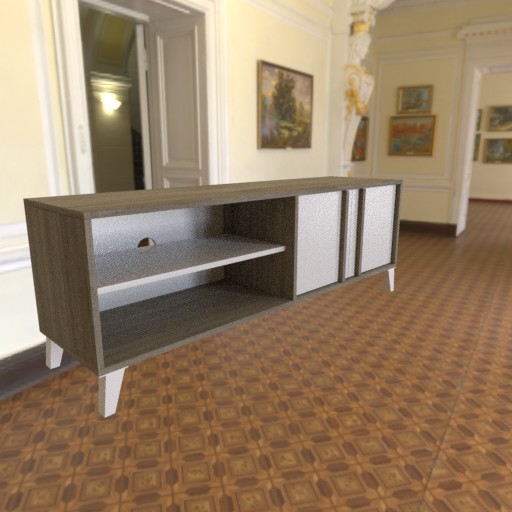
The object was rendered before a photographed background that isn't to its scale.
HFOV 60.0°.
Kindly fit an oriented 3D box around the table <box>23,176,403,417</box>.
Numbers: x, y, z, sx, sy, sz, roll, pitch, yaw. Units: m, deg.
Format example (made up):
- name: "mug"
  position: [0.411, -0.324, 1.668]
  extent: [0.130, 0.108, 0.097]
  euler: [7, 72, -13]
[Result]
- name: "table"
  position: [0.000, 0.000, 1.719]
  extent: [1.500, 0.530, 0.400]
  euler: [-13, 19, -43]
